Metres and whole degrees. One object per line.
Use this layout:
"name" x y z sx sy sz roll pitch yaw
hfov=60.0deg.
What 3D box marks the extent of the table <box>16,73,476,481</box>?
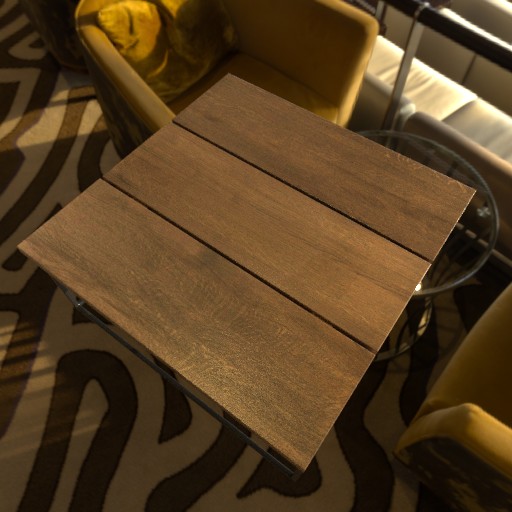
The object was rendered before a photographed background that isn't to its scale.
"table" 0.000 0.000 1.383 0.900 0.400 0.900 32 63 18
